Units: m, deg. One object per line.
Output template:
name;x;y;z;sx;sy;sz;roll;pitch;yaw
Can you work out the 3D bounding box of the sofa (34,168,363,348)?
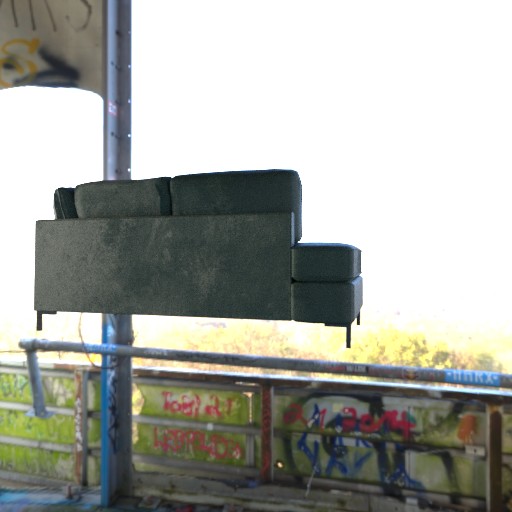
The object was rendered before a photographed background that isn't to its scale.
sofa;0.000;0.000;4.183;2.048;0.996;3.384;0;0;16
